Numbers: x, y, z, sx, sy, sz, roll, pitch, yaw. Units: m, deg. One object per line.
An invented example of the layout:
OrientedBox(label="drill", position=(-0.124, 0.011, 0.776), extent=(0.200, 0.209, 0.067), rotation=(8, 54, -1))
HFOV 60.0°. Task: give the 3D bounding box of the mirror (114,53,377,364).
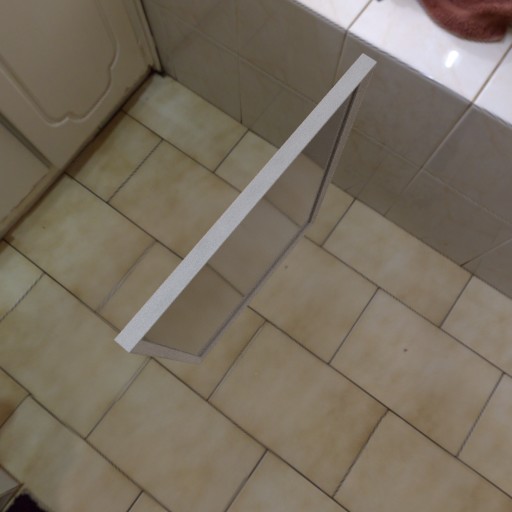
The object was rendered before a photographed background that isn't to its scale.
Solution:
OrientedBox(label="mirror", position=(0.000, 0.000, 1.345), extent=(0.041, 1.016, 0.762), rotation=(38, 78, 9))
